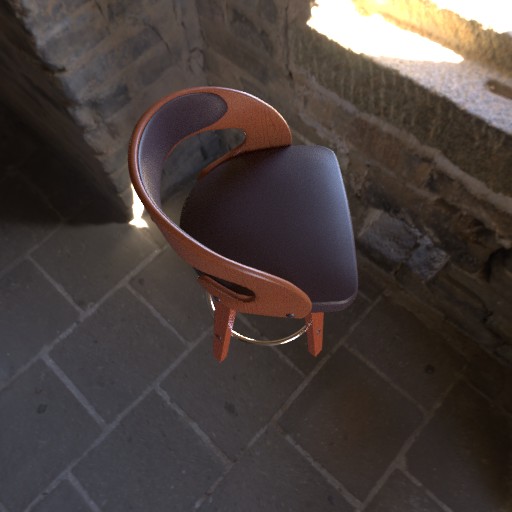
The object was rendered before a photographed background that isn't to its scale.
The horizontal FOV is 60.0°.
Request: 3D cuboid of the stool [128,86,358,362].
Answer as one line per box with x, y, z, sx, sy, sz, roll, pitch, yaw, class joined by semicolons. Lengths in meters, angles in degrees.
0.000;0.000;1.216;0.457;0.940;0.457;-3;65;-1;stool
